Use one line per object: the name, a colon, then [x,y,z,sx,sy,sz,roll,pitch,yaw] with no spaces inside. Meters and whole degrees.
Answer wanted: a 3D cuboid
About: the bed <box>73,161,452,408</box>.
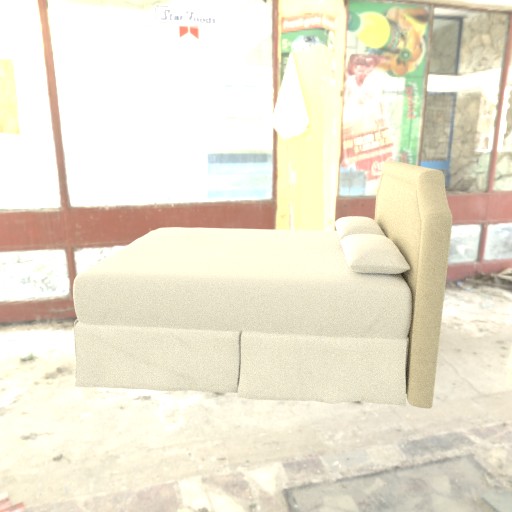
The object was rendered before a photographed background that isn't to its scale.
bed: [0.000,0.000,3.160,2.116,1.290,1.693,2,14,6]
